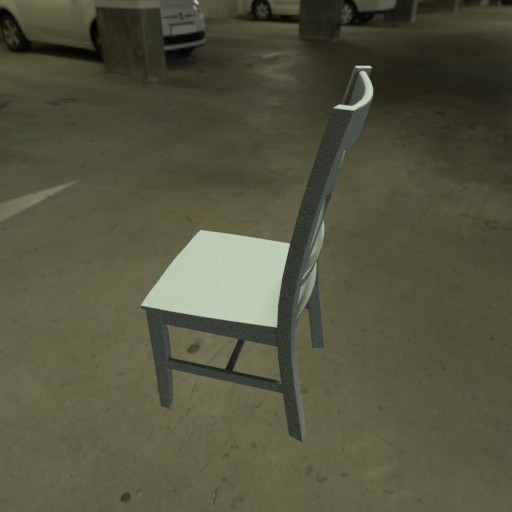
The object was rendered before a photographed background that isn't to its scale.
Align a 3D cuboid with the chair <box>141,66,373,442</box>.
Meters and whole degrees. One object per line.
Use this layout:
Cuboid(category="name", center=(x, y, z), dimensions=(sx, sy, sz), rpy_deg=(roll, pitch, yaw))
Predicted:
Cuboid(category="chair", center=(0.000, 0.000, 1.297), dimensions=(0.542, 0.983, 0.485), rpy_deg=(8, 33, 13))
